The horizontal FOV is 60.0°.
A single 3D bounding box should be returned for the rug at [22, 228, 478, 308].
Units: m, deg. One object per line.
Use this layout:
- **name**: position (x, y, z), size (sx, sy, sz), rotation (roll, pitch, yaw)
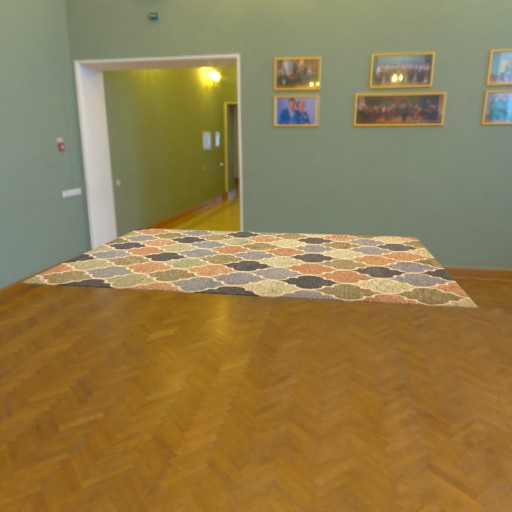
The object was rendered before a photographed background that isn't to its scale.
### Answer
- **rug**: position (0.000, 0.000, 2.328), size (1.828, 0.006, 1.216), rotation (2, 15, 9)
